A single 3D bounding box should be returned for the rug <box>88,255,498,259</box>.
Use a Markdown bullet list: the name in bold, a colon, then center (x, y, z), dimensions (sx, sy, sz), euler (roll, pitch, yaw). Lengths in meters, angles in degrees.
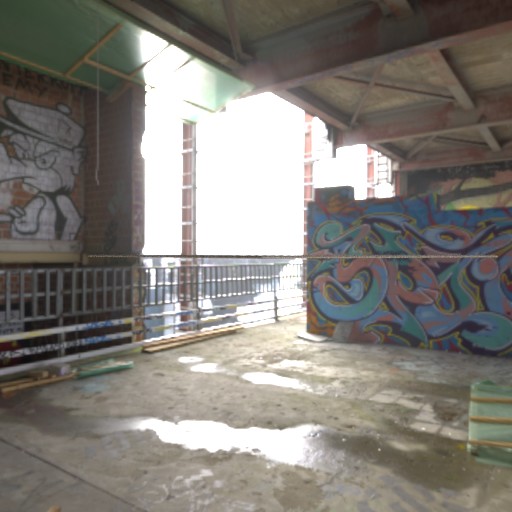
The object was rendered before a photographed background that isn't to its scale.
- **rug**: center (0.000, 0.000, 2.271), dimensions (1.219, 0.010, 1.829), euler (0, 0, -34)
